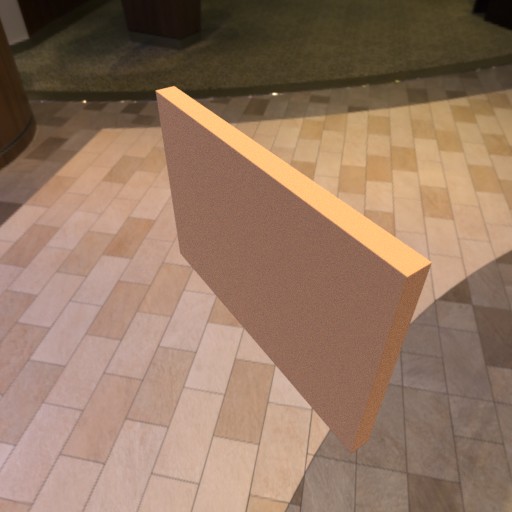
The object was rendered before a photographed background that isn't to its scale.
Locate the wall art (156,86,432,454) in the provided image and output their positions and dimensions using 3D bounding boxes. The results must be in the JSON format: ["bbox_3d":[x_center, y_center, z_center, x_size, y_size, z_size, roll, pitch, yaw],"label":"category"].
[{"bbox_3d":[0.000,0.000,0.791,0.039,0.407,0.609,-25,47,-25],"label":"wall art"}]
